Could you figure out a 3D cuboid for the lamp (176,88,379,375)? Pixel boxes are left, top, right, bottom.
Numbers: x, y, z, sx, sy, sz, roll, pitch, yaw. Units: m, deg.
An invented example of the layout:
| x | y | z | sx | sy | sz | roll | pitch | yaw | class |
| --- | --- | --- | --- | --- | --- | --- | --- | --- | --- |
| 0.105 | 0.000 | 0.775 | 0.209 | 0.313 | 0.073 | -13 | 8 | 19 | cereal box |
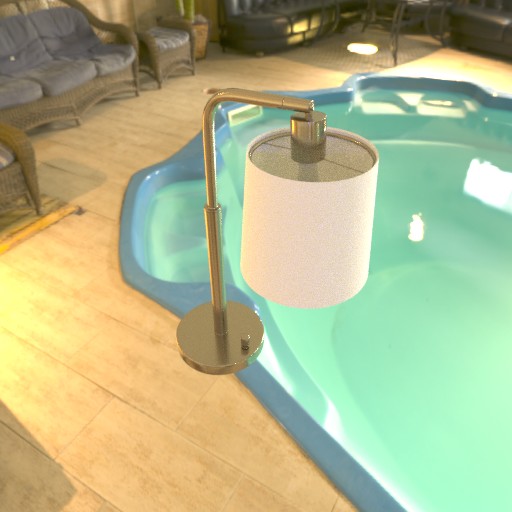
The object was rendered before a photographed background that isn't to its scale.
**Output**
| x | y | z | sx | sy | sz | roll | pitch | yaw | class |
| --- | --- | --- | --- | --- | --- | --- | --- | --- | --- |
| 0.000 | 0.000 | 0.654 | 0.333 | 0.489 | 0.171 | 25 | 45 | 28 | lamp |
